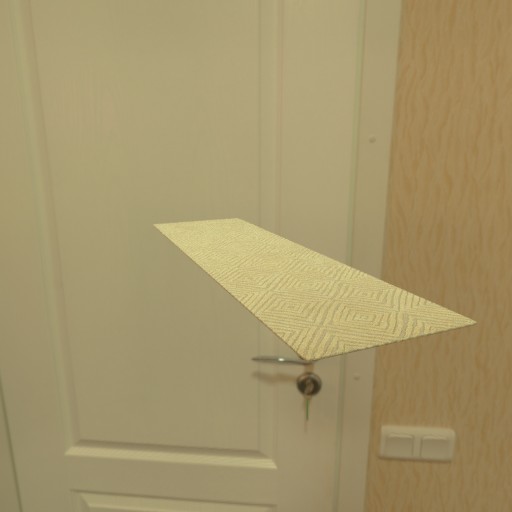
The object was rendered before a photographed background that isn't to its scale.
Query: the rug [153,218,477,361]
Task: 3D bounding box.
[{"bbox_3d":[0.000,0.000,2.404,0.676,0.008,2.277,-6,16,-23],"label":"rug"}]
